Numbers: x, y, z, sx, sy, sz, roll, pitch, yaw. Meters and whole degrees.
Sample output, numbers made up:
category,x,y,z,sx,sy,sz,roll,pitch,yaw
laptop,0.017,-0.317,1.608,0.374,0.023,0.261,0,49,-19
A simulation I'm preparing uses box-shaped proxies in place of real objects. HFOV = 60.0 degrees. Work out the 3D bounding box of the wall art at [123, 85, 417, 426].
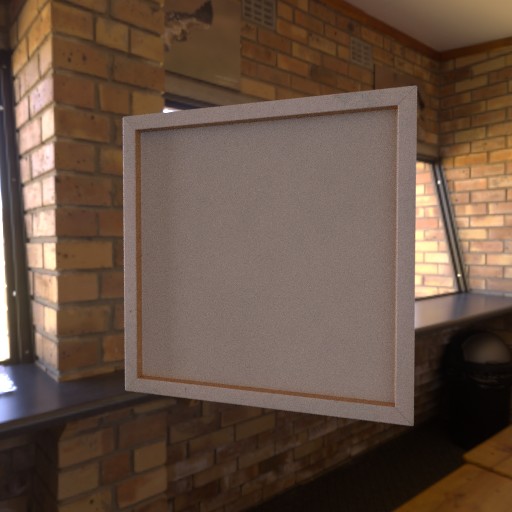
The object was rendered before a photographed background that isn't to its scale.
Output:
category,x,y,z,sx,sy,sz,roll,pitch,yaw
wall art,0.000,0.000,1.128,0.762,0.762,0.038,1,2,19
